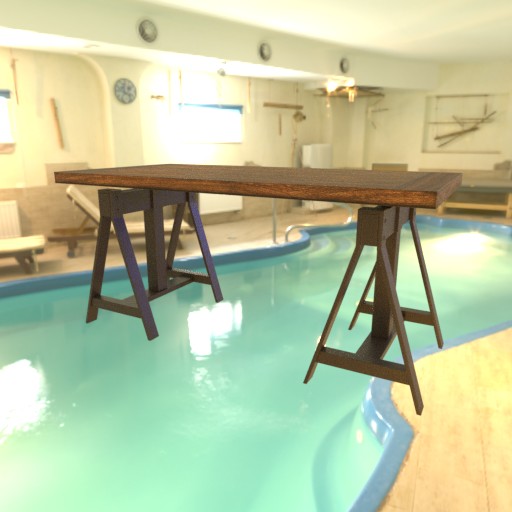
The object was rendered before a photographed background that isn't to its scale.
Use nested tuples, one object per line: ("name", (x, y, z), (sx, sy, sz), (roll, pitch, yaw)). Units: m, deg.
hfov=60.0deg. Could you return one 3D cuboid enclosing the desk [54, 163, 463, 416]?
("desk", (0.000, 0.000, 1.947), (1.543, 0.725, 0.784), (8, 17, 28))
